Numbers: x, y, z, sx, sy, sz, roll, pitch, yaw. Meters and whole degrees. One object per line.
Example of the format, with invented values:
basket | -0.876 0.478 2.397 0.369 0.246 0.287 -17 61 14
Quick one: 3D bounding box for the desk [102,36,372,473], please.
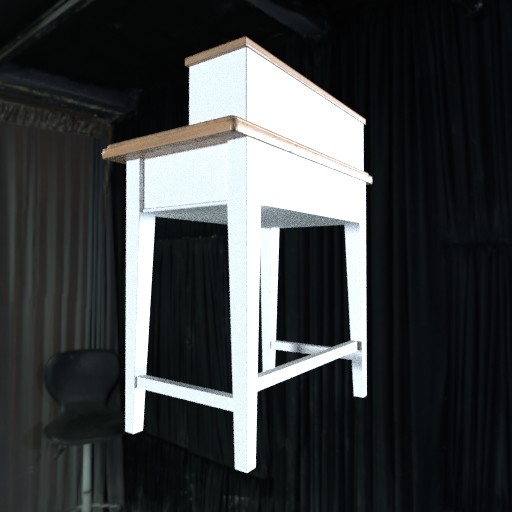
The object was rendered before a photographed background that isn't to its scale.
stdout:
desk | 0.000 0.000 1.417 0.462 0.981 0.814 -1 -1 35
